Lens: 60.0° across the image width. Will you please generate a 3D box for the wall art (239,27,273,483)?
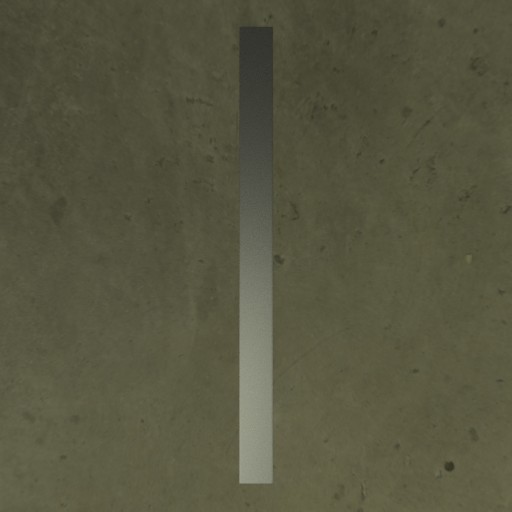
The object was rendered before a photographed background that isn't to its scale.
[{"bbox_3d":[0.000,0.000,0.530,0.028,0.321,0.381,0,89,0],"label":"wall art"}]
